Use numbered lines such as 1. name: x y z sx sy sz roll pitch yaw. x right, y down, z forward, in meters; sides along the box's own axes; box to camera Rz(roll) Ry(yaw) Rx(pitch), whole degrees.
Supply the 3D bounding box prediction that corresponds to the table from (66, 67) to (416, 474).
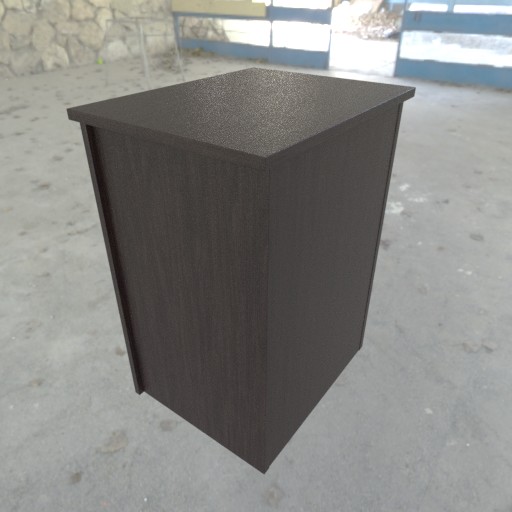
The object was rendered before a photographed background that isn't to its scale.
1. table: 0.000 0.000 0.918 0.381 0.635 0.480 21 38 30
